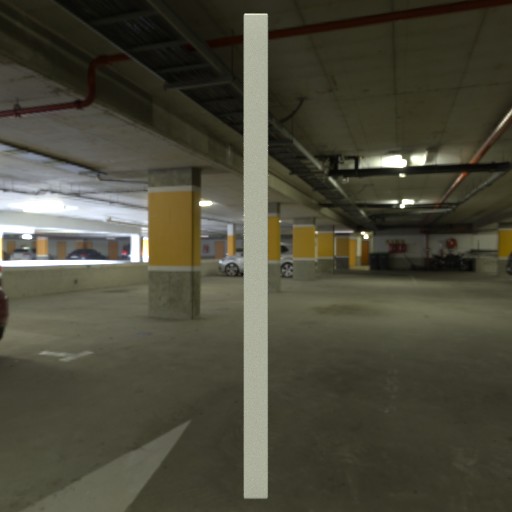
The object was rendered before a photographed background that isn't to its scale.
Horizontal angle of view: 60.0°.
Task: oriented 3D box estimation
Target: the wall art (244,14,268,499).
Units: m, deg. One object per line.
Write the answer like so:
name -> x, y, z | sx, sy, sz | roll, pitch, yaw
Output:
wall art -> 0.000, 0.000, 0.733 | 0.028, 0.556, 0.454 | 0, 0, 0
